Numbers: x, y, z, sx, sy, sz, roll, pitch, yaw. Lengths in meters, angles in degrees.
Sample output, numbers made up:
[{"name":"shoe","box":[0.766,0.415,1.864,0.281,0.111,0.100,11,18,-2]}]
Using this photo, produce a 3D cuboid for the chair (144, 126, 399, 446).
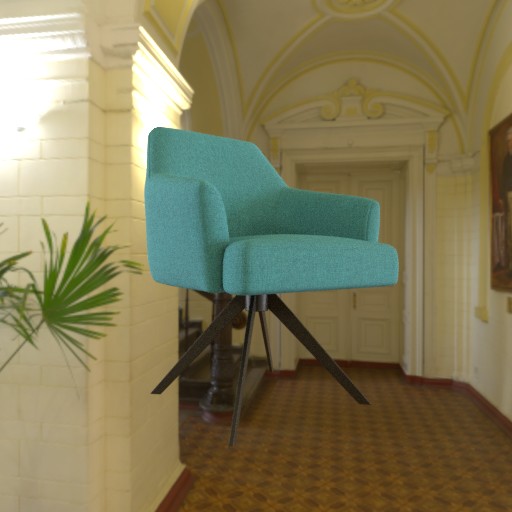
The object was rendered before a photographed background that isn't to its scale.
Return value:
[{"name":"chair","box":[0.000,0.000,1.360,0.642,0.874,0.677,0,0,-36]}]
